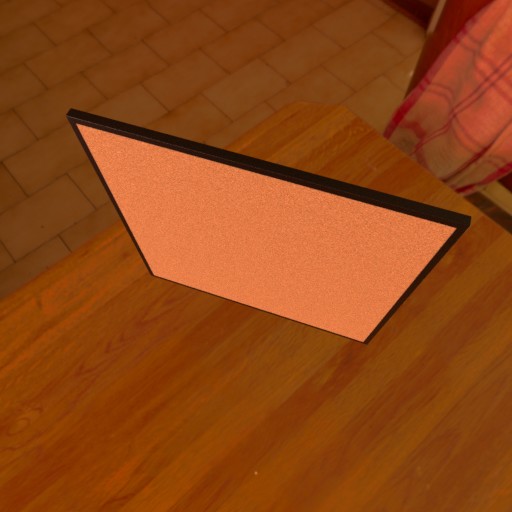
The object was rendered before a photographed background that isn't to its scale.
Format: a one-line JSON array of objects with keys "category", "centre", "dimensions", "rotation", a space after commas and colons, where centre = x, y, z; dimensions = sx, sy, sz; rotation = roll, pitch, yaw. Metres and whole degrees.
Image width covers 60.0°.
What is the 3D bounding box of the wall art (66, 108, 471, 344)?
[{"category": "wall art", "centre": [0.000, 0.000, 0.684], "dimensions": [0.457, 0.458, 0.012], "rotation": [17, 65, 8]}]
